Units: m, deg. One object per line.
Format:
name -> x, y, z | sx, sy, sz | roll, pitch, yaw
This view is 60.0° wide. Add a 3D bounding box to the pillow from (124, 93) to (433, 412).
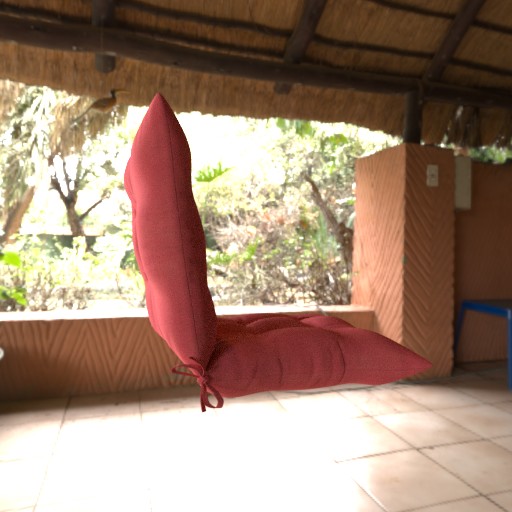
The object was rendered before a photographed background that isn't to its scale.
pillow -> 0.000, 0.000, 1.023 | 0.585, 0.536, 0.541 | 0, 0, -18
